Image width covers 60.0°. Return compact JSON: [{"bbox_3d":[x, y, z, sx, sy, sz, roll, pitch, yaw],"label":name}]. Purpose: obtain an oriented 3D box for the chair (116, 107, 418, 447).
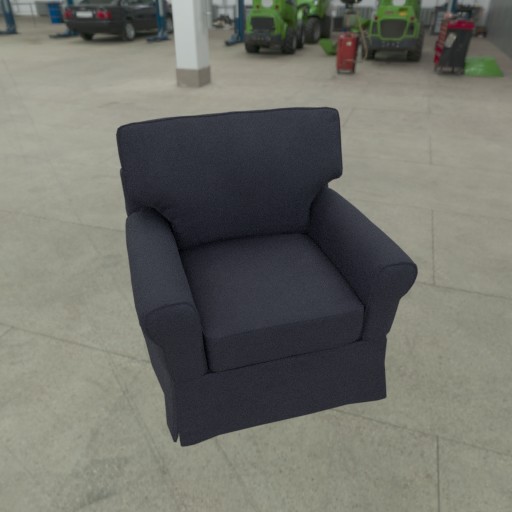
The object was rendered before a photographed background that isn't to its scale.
[{"bbox_3d":[0.000,0.000,2.005,1.119,1.140,1.002,-9,33,-15],"label":"chair"}]
